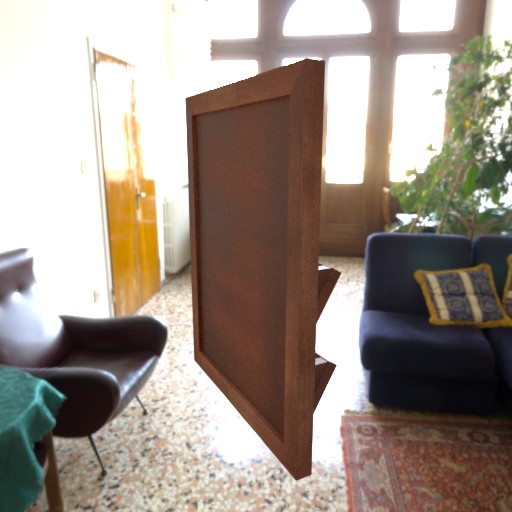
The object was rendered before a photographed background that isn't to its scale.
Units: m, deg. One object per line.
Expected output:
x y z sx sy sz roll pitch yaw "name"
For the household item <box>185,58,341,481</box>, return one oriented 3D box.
0.000 0.000 0.560 0.067 0.407 0.310 -7 15 -27 "household item"
